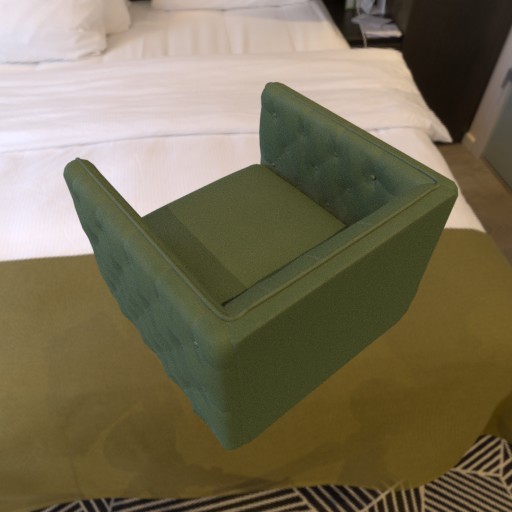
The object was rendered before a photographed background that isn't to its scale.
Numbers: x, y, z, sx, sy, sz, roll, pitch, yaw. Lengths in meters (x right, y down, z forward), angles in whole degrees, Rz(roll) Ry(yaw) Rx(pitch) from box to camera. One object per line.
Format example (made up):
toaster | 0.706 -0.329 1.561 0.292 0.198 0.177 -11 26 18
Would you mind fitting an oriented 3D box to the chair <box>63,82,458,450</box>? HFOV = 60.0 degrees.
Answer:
chair | 0.000 0.000 1.576 0.917 0.768 0.855 -31 55 -25
